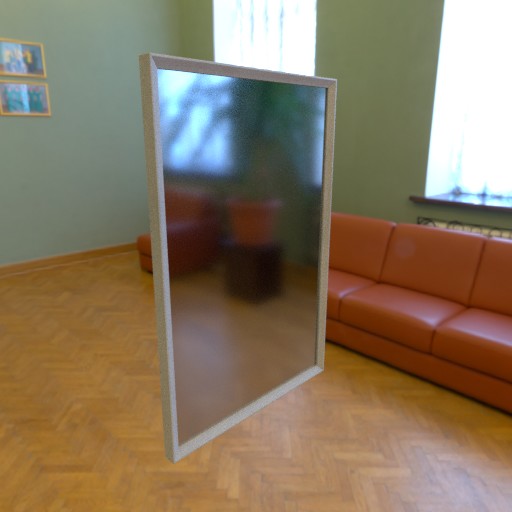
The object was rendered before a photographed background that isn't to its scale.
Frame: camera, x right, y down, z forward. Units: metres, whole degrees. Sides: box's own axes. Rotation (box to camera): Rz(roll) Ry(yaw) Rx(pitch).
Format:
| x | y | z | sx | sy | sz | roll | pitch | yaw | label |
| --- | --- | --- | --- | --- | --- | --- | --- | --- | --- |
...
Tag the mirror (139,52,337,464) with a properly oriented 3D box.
| x | y | z | sx | sy | sz | roll | pitch | yaw | label |
| --- | --- | --- | --- | --- | --- | --- | --- | --- | --- |
| 0.000 | 0.000 | 1.170 | 0.041 | 0.915 | 0.609 | 15 | 21 | 42 | mirror |
